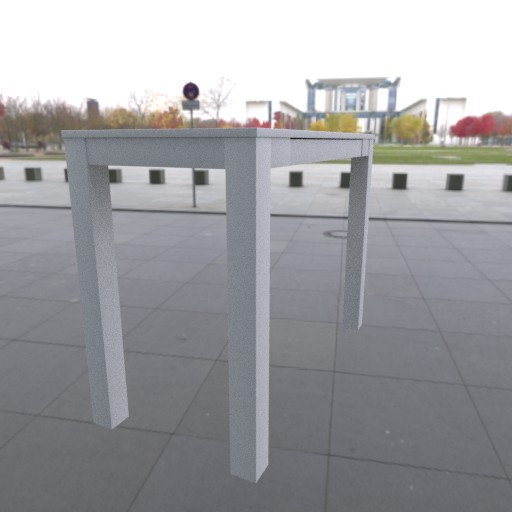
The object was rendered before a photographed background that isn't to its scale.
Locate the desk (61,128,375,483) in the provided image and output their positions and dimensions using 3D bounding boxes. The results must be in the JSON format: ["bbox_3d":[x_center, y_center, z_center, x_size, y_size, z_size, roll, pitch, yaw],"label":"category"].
[{"bbox_3d":[0.000,0.000,1.425,0.497,0.762,0.990,7,16,26],"label":"desk"}]
